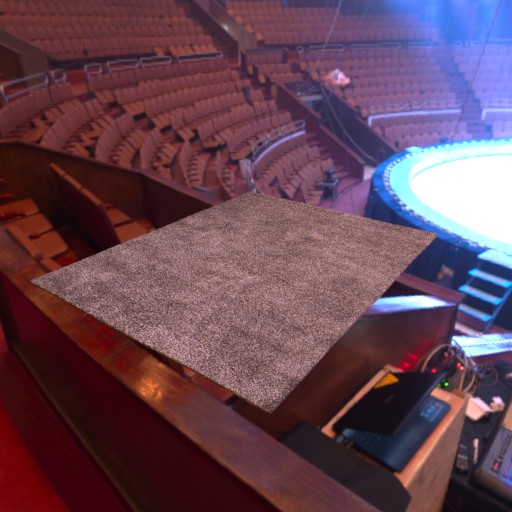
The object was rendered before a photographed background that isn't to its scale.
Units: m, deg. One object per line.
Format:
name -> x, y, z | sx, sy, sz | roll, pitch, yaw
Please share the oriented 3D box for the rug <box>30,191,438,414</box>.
rug -> 0.000, 0.000, 4.075 | 2.401, 0.025, 3.000 | 18, 31, 32
